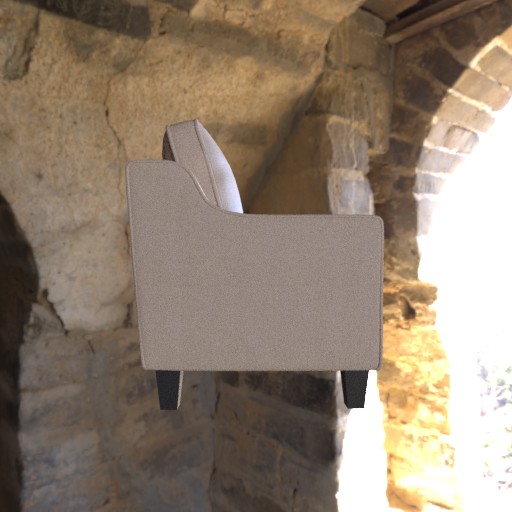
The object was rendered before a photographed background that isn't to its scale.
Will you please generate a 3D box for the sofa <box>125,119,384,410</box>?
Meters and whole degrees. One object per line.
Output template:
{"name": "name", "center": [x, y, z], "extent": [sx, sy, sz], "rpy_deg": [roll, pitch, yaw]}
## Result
{"name": "sofa", "center": [0.000, 0.000, 3.491], "extent": [1.351, 1.562, 2.587], "rpy_deg": [0, 0, -1]}
